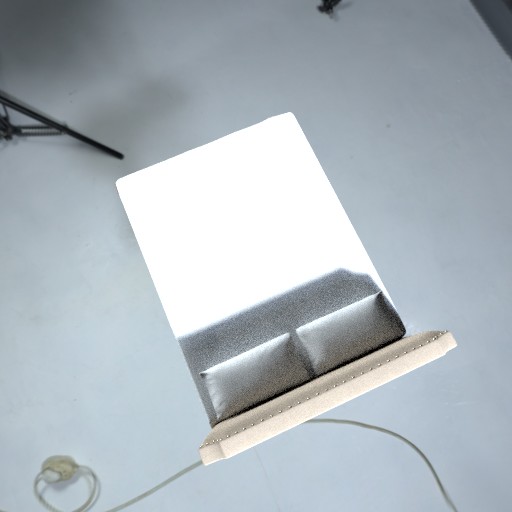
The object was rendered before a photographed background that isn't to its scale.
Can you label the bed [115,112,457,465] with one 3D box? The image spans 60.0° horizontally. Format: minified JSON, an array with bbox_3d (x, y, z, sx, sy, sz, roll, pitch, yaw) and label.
[{"bbox_3d":[0.000,0.000,3.469,1.703,1.415,2.329,-23,76,-6],"label":"bed"}]
